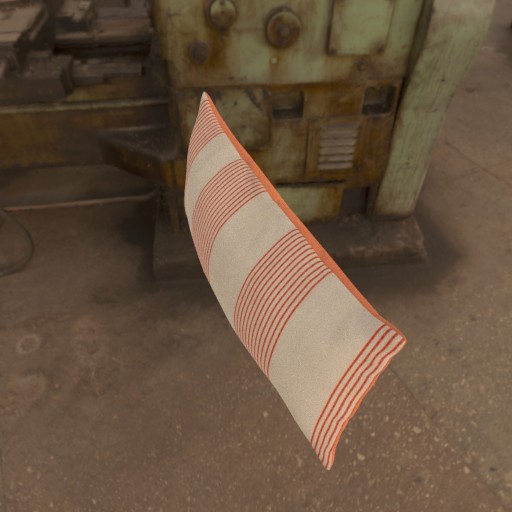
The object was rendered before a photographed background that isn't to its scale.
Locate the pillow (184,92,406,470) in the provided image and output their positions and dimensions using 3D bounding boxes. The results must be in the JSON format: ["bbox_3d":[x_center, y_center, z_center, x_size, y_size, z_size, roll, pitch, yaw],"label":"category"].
[{"bbox_3d":[0.000,0.000,0.730,0.156,0.292,0.608,-18,48,-17],"label":"pillow"}]
